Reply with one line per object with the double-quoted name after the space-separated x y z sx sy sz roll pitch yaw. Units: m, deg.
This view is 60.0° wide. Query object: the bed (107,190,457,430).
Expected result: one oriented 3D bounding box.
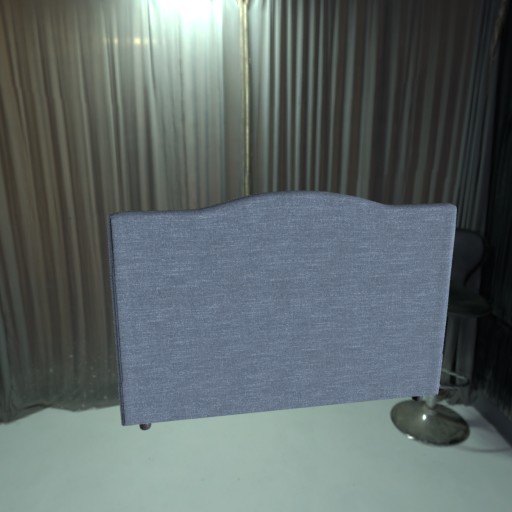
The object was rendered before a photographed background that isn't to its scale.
0.000 0.000 3.952 2.161 1.457 2.689 -3 15 -9 "bed"
